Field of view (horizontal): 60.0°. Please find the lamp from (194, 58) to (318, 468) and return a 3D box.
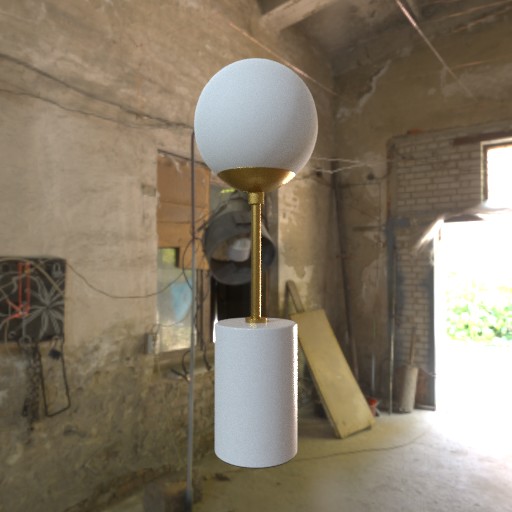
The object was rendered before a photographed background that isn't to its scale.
[{"bbox_3d":[0.000,0.000,0.552,0.153,0.480,0.153,0,-1,0],"label":"lamp"}]
